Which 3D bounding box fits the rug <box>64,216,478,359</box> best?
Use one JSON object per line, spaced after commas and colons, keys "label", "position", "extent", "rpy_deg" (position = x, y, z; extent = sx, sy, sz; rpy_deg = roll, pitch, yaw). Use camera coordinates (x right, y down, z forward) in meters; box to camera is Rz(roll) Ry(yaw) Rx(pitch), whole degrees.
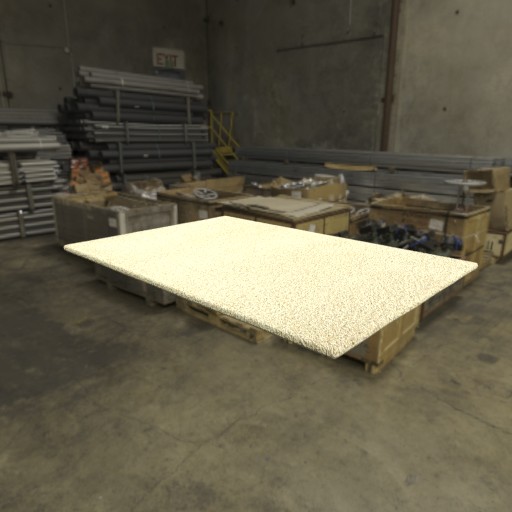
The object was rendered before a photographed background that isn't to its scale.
{"label": "rug", "position": [0.000, 0.000, 2.279], "extent": [1.778, 0.030, 1.219], "rpy_deg": [14, 21, 41]}
